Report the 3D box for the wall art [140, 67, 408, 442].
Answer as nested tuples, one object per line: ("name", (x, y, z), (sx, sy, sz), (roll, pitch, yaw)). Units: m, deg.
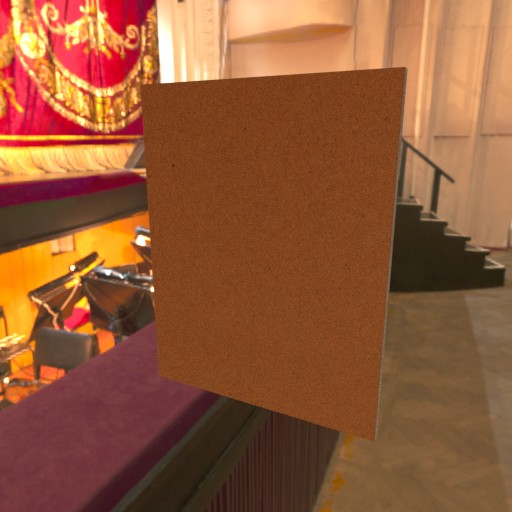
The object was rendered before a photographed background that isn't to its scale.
("wall art", (0.000, 0.000, 0.816), (0.481, 0.613, 0.020), (8, 17, 26))
